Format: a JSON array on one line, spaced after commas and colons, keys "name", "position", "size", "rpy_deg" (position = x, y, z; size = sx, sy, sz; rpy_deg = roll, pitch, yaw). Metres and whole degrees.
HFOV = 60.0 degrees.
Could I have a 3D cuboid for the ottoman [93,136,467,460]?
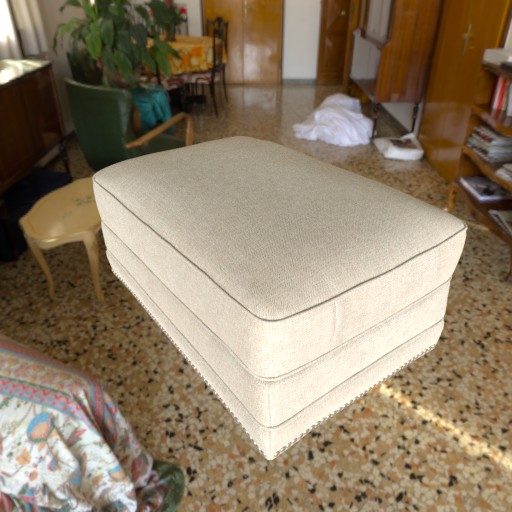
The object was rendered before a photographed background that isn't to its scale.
[{"name": "ottoman", "position": [0.000, 0.000, 1.138], "size": [0.559, 0.458, 0.813], "rpy_deg": [-21, 38, -30]}]
